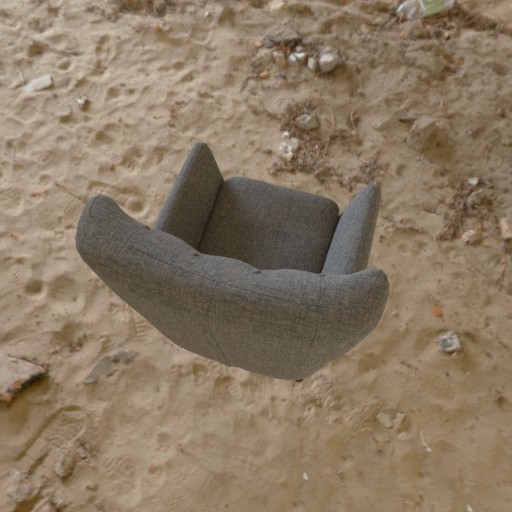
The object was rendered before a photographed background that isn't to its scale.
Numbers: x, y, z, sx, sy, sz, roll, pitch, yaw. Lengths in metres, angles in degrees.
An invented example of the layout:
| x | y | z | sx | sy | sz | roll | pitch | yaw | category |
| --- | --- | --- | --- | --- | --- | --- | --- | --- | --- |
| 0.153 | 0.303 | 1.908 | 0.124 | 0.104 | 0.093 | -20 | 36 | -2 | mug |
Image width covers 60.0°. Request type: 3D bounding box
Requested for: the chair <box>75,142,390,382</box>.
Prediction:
| x | y | z | sx | sy | sz | roll | pitch | yaw | category |
| --- | --- | --- | --- | --- | --- | --- | --- | --- | --- |
| 0.000 | 0.000 | 1.749 | 0.878 | 1.063 | 0.904 | 15 | 64 | 8 | chair |
